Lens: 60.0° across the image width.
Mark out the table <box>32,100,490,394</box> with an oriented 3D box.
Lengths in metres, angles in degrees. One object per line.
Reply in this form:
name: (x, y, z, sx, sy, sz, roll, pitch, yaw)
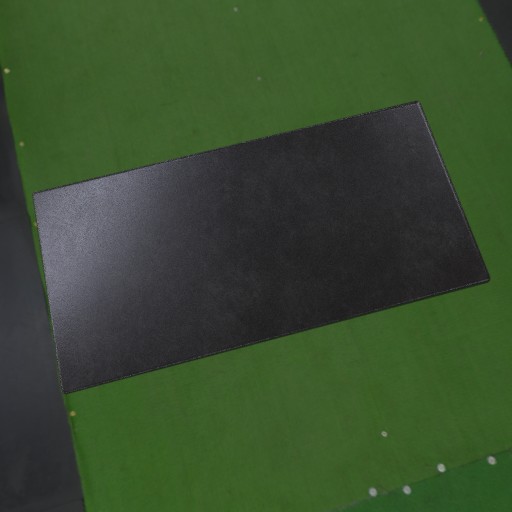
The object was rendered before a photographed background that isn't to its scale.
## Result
table: (0.000, 0.000, 1.461, 1.171, 0.487, 0.580, -14, 76, -4)
